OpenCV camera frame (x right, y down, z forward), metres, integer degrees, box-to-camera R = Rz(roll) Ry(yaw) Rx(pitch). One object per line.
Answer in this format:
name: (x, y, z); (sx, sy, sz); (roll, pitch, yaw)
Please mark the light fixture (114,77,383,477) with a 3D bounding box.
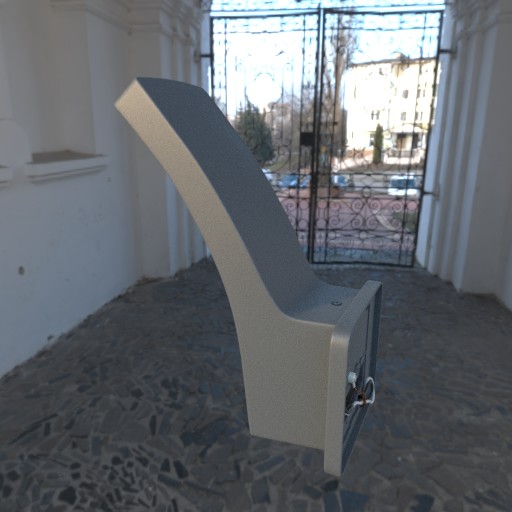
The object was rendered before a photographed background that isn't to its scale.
light fixture: (0.000, 0.000, 0.320); (0.174, 0.243, 0.108); (7, 17, 24)
